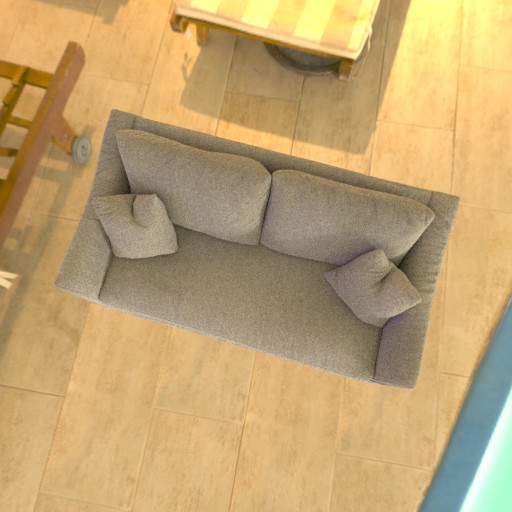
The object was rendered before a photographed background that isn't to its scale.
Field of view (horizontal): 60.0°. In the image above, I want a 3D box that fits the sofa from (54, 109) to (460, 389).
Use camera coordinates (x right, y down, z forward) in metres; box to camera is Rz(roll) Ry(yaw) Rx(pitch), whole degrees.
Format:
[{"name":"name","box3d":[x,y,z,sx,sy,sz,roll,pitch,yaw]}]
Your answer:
[{"name":"sofa","box3d":[0.000,0.000,2.651,2.010,1.018,1.072,15,76,4]}]
